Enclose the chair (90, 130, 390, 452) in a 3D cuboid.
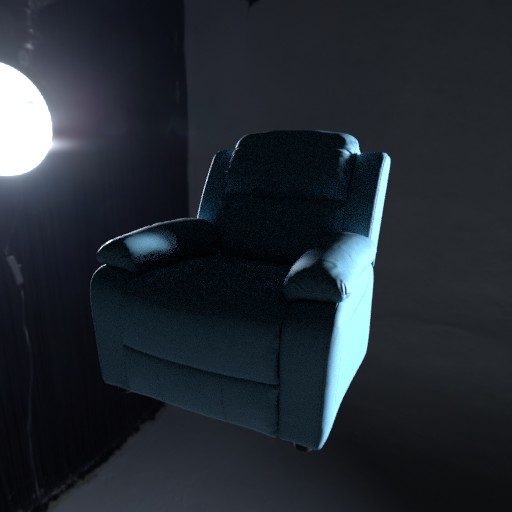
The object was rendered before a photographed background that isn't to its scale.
[{"bbox_3d":[0.000,0.000,1.271,0.680,0.702,0.709,7,17,26],"label":"chair"}]
